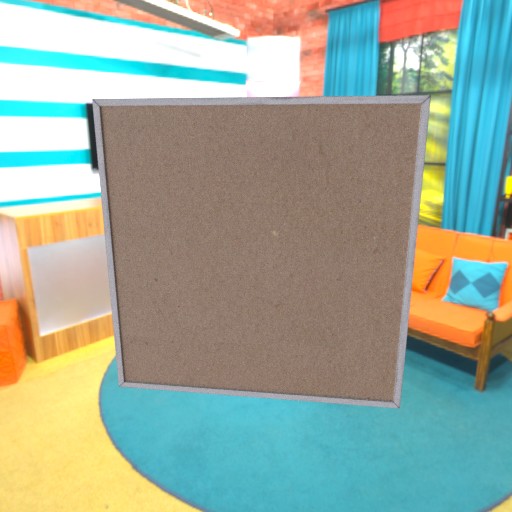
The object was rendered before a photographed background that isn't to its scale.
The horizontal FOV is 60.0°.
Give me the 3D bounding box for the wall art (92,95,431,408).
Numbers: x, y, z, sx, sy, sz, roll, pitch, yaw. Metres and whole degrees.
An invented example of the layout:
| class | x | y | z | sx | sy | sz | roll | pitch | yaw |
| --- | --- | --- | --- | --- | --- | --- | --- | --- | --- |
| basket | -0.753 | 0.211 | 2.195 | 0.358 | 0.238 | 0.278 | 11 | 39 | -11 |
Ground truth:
| class | x | y | z | sx | sy | sz | roll | pitch | yaw |
| --- | --- | --- | --- | --- | --- | --- | --- | --- | --- |
| wall art | 0.000 | 0.000 | 0.454 | 0.305 | 0.305 | 0.038 | 2 | 16 | 7 |
